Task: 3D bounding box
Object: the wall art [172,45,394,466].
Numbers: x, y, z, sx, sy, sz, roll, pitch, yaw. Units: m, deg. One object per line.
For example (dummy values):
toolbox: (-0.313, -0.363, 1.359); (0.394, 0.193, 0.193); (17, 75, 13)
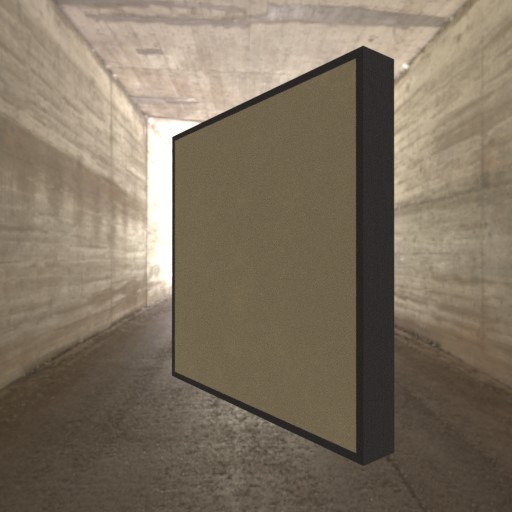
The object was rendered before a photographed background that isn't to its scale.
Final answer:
wall art: (0.000, 0.000, 0.448); (0.036, 0.300, 0.302); (0, 0, -37)
